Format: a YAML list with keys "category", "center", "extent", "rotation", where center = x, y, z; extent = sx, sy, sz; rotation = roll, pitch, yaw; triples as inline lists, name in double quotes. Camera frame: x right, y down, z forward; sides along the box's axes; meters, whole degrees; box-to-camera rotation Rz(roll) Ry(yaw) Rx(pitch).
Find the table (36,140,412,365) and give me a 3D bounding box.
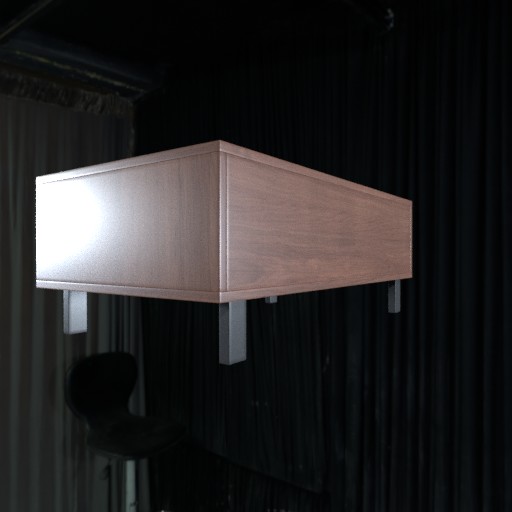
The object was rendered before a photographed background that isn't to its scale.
- category: "table"
  center: [0.000, 0.000, 1.309]
  extent: [0.600, 0.380, 1.020]
  rotation: [0, 0, 36]
